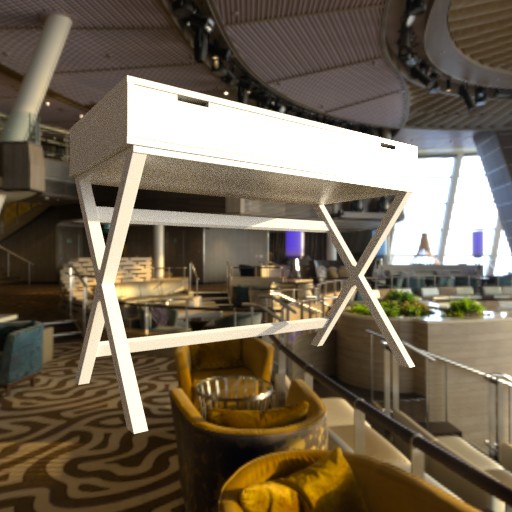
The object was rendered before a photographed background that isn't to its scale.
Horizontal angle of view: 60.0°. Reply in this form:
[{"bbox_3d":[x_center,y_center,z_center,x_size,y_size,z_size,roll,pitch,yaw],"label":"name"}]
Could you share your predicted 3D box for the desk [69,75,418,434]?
[{"bbox_3d":[0.000,0.000,1.473,1.059,0.780,0.509,0,0,-36],"label":"desk"}]
